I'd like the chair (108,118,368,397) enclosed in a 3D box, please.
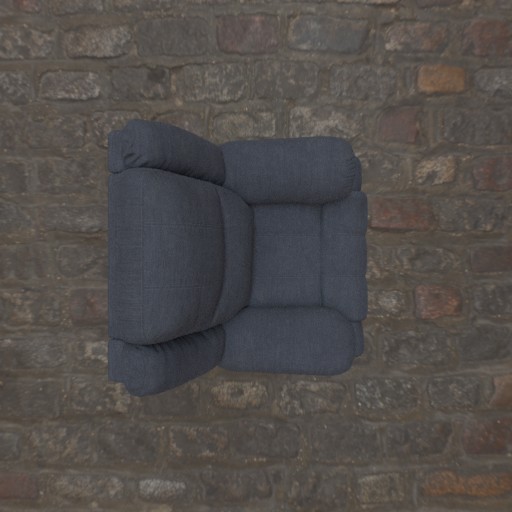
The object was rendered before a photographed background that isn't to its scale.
[{"bbox_3d":[0.000,0.000,1.762,0.944,1.008,0.899,0,90,0],"label":"chair"}]
